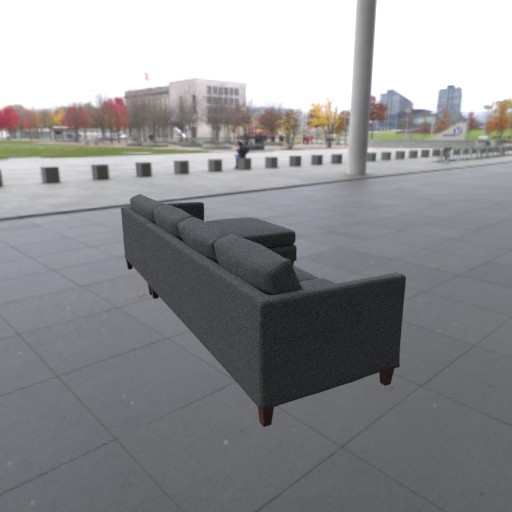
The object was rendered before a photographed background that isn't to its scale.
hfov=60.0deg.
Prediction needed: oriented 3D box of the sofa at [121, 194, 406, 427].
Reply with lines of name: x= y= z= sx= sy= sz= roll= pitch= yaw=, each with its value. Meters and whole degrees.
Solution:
sofa: x=0.000 y=0.000 z=3.818 sx=1.625 sy=0.846 sz=3.186 roll=-8 pitch=17 yaw=-27
